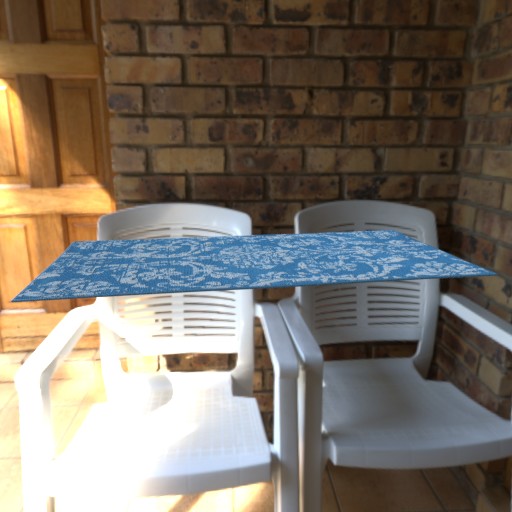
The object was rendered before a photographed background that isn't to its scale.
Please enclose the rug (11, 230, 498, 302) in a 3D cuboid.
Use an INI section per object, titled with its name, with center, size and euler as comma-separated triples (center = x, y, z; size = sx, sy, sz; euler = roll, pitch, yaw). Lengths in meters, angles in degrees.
[rug]
center = 0.000, 0.000, 1.381
size = 1.219, 0.007, 0.604
euler = -2, 15, -9
